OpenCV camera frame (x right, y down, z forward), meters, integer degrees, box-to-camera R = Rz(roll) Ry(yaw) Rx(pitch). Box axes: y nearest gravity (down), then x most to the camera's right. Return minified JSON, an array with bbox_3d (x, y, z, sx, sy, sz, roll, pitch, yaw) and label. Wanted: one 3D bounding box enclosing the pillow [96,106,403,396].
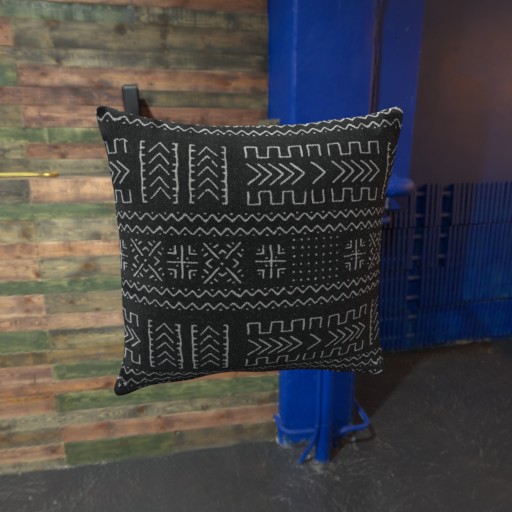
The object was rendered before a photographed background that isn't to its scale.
[{"bbox_3d":[0.000,0.000,0.663,0.438,0.430,0.164,-2,15,-9],"label":"pillow"}]
